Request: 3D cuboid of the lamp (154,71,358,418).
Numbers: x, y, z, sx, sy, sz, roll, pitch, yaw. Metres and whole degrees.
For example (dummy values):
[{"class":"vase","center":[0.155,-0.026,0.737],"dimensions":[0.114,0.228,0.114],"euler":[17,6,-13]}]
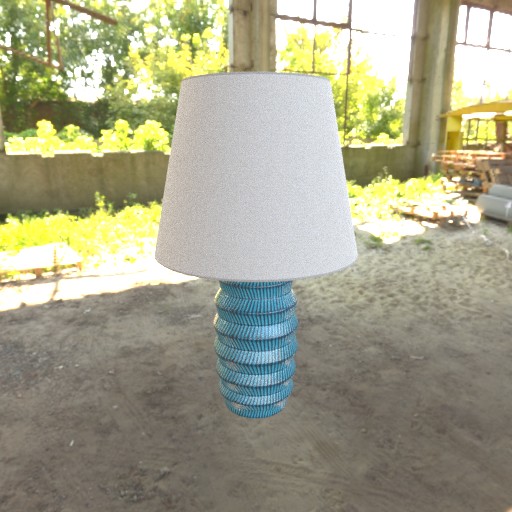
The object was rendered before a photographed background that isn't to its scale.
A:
[{"class":"lamp","center":[0.000,0.000,0.793],"dimensions":[0.355,0.582,0.355],"euler":[0,15,0]}]
